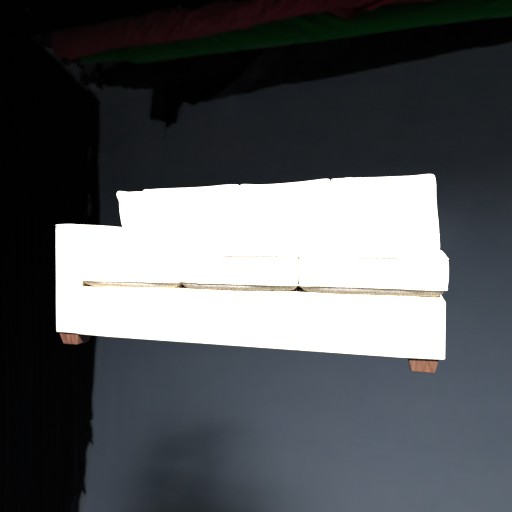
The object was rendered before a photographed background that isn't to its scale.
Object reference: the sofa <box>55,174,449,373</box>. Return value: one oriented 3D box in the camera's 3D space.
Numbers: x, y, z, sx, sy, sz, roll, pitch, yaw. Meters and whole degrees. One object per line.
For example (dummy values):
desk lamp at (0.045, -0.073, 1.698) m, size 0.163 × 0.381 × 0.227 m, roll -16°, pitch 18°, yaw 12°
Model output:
sofa at (0.000, 0.000, 2.526) m, size 1.962 × 0.946 × 1.034 m, roll 0°, pitch 1°, yaw 18°
